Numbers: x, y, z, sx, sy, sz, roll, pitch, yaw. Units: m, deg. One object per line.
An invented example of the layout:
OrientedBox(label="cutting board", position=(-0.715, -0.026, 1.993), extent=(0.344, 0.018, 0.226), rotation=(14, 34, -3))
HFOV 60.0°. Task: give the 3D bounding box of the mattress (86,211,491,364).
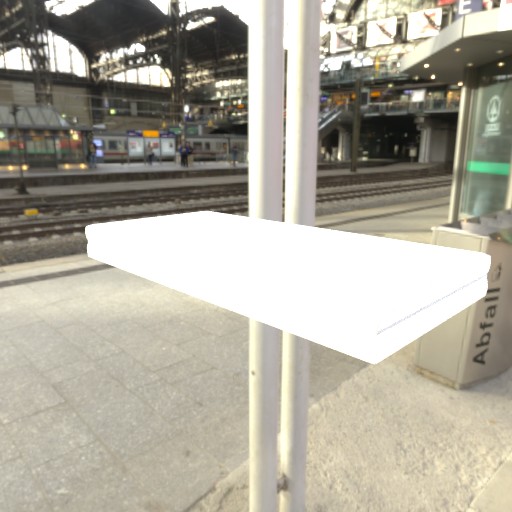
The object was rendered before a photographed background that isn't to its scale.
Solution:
OrientedBox(label="mattress", position=(0.000, 0.000, 2.221), extent=(0.900, 0.200, 1.900), rotation=(-13, 19, -43))
